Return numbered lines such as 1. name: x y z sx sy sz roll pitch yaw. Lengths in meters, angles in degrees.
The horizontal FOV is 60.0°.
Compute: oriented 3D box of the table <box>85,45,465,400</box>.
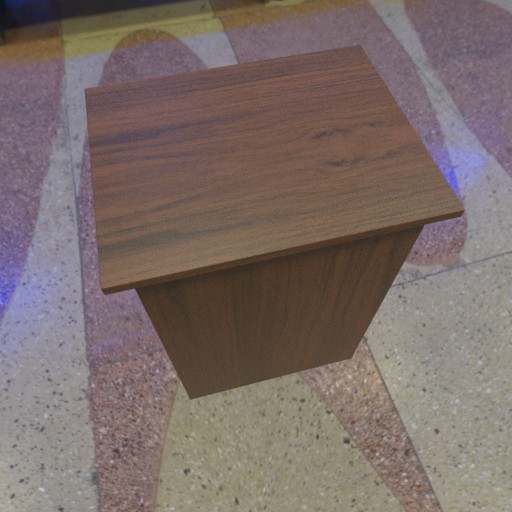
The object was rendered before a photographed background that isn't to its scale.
1. table: 0.000 0.000 0.927 0.480 0.636 0.381 -12 59 -8
